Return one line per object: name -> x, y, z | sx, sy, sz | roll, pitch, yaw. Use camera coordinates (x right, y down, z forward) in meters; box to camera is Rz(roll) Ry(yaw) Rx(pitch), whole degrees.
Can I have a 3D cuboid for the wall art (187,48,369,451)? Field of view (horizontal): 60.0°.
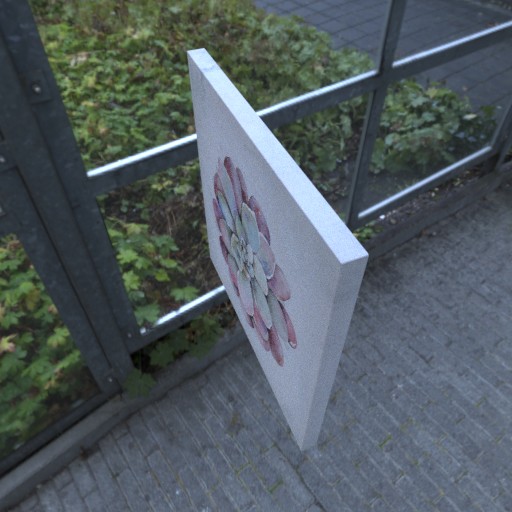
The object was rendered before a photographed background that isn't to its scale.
wall art -> 0.000, 0.000, 0.914 | 0.044, 0.605, 0.605 | -17, 50, -15
